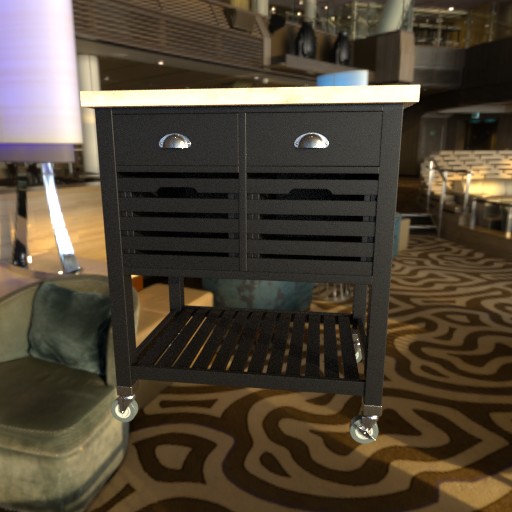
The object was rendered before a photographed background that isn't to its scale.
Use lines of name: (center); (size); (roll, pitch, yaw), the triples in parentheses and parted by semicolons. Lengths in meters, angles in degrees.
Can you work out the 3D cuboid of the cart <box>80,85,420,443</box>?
cart: (0.000, 0.000, 1.391); (0.797, 0.920, 0.567); (2, 13, 8)
